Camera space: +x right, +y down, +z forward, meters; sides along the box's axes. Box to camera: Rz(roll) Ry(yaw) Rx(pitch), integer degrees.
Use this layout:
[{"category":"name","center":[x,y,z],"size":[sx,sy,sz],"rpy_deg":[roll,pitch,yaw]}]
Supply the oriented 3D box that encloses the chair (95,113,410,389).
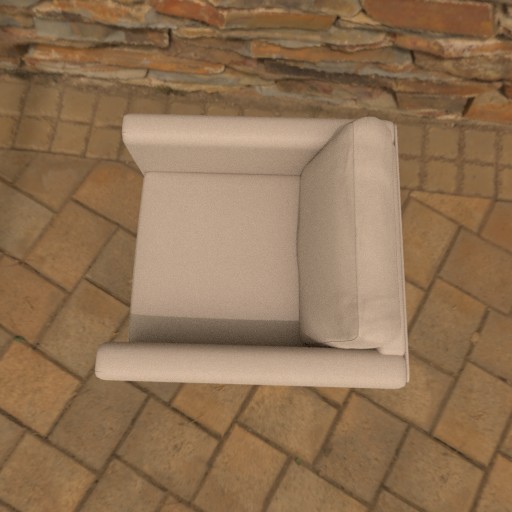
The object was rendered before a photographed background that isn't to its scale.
[{"category":"chair","center":[0.000,0.000,1.668],"size":[0.959,0.838,0.914],"rpy_deg":[2,76,0]}]
